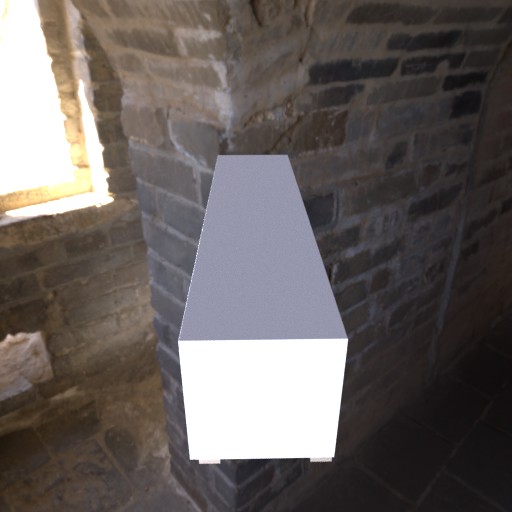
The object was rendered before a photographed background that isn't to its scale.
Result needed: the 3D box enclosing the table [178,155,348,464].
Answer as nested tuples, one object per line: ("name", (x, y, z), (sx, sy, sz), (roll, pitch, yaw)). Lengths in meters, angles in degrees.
("table", (0.000, 0.000, 1.844), (0.390, 0.420, 1.650), (-1, 27, -1))
